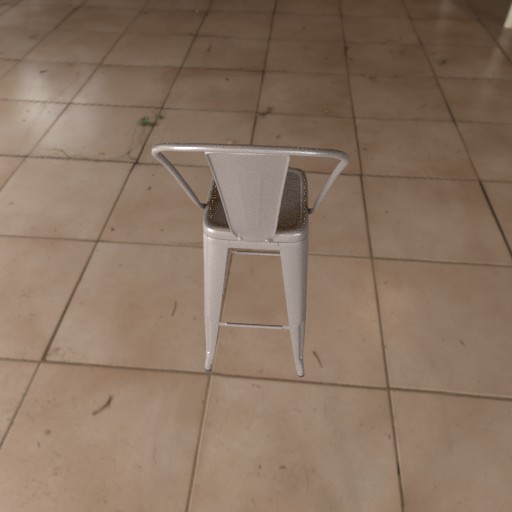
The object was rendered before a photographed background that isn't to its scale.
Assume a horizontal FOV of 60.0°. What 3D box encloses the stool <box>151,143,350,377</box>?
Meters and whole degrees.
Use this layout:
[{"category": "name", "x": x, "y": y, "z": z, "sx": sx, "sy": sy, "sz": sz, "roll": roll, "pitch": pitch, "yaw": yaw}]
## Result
[{"category": "stool", "x": 0.000, "y": 0.000, "z": 1.359, "sx": 0.399, "sy": 1.096, "sz": 0.513, "roll": 3, "pitch": 47, "yaw": 3}]
